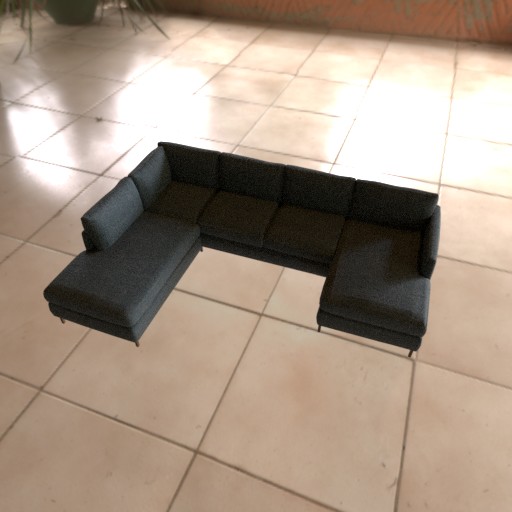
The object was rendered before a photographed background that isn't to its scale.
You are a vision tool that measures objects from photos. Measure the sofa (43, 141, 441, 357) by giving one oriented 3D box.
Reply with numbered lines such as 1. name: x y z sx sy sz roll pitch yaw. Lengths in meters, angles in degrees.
1. sofa: 0.000 0.000 3.585 2.737 0.753 1.879 14 45 14
